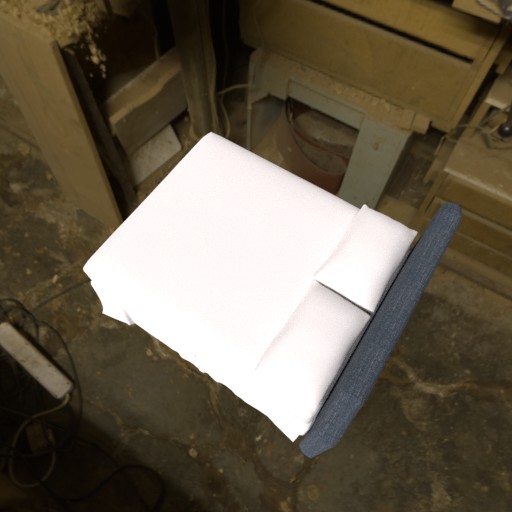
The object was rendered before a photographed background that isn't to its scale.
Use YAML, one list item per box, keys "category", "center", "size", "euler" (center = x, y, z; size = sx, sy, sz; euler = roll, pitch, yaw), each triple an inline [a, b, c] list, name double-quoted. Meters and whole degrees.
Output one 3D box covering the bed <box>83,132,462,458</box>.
- category: "bed"
  center: [0.000, 0.000, 3.333]
  size: [2.208, 1.297, 1.828]
  euler: [31, 67, 15]
